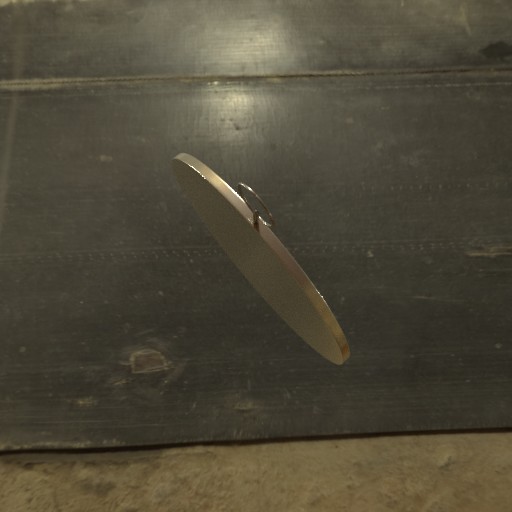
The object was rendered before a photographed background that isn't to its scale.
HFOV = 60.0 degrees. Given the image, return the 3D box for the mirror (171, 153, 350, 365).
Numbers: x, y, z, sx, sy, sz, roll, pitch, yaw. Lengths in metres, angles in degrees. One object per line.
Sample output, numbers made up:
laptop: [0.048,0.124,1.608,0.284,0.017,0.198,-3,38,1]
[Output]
mirror: [0.000,0.000,0.977,0.020,0.713,0.594,-39,79,-9]
